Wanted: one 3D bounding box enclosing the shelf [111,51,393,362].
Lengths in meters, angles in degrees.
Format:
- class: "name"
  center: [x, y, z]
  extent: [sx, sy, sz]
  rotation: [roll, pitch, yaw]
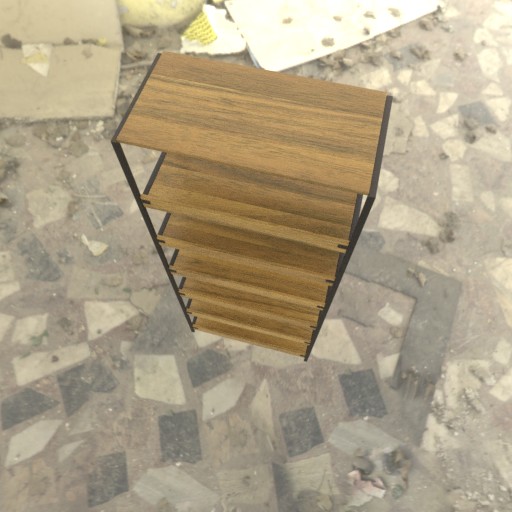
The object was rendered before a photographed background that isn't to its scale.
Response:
- class: "shelf"
  center: [0.000, 0.000, 2.341]
  extent: [0.847, 2.015, 0.431]
  rotation: [13, 64, 7]
